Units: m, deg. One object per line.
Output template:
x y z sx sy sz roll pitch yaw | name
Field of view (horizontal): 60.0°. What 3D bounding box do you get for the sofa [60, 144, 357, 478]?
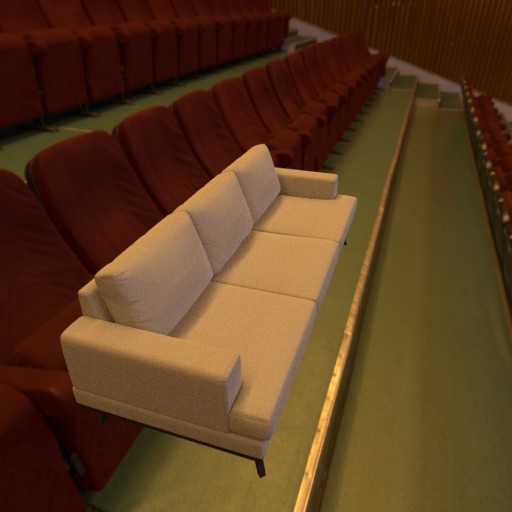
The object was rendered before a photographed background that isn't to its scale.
0.000 0.000 2.685 0.920 0.810 2.310 10 31 16 | sofa
